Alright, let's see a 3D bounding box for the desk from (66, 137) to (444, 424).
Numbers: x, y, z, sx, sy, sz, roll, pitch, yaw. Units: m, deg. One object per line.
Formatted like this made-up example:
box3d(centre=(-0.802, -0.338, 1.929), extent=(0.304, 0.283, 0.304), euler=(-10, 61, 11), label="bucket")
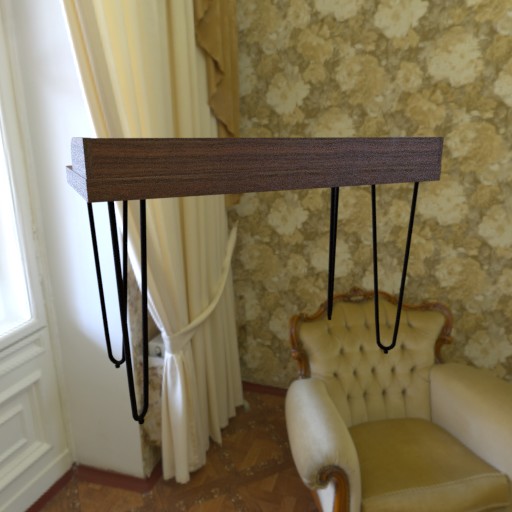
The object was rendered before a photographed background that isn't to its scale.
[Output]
box3d(centre=(0.000, 0.000, 1.645), extent=(1.200, 0.854, 0.565), euler=(-8, 17, -26), label="desk")
